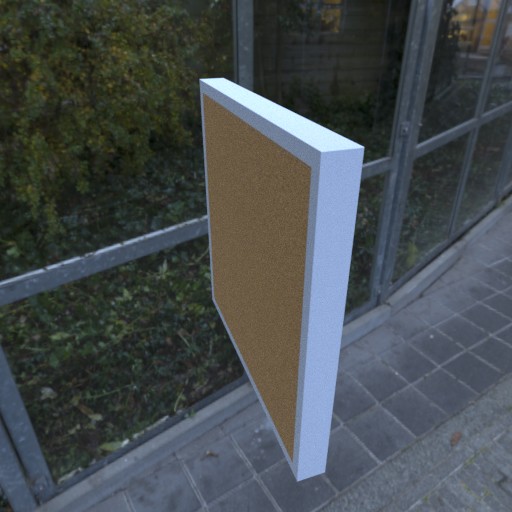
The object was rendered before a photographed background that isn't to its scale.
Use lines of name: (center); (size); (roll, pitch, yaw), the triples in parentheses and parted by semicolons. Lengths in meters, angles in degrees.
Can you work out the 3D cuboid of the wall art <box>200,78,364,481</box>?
wall art: (0.000, 0.000, 0.610); (0.038, 0.406, 0.406); (-10, 31, -17)
